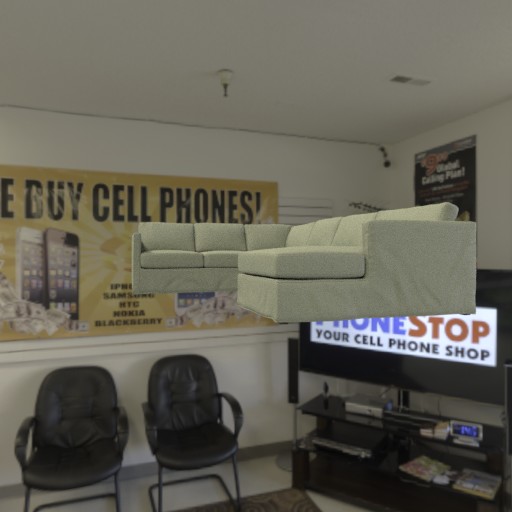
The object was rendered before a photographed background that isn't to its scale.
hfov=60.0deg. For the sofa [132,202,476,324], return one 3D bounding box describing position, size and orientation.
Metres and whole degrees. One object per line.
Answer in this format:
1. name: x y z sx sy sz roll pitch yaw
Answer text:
1. sofa: 0.000 0.000 4.583 2.427 0.882 3.460 0 0 -17
